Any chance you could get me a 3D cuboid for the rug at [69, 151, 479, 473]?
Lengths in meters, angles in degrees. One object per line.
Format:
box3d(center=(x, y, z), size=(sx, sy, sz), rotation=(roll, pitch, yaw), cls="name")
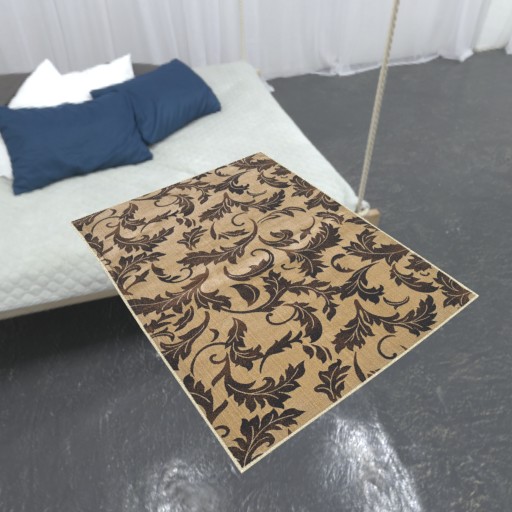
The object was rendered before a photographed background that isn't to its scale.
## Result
box3d(center=(0.000, 0.000, 3.983), size=(2.380, 0.008, 2.977), rotation=(-26, 48, -26), cls="rug")
